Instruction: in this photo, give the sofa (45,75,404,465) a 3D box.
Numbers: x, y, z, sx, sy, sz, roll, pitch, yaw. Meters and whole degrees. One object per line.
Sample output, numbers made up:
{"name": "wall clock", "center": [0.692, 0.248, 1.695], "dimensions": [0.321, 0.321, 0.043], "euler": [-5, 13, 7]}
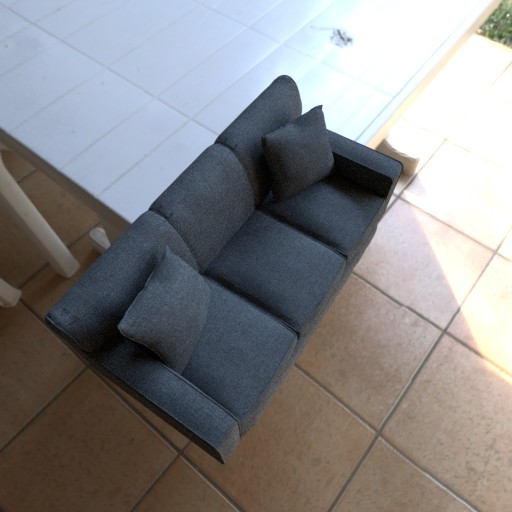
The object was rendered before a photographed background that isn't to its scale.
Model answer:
{"name": "sofa", "center": [0.000, 0.000, 2.622], "dimensions": [0.997, 0.958, 2.024], "euler": [29, 63, 17]}
